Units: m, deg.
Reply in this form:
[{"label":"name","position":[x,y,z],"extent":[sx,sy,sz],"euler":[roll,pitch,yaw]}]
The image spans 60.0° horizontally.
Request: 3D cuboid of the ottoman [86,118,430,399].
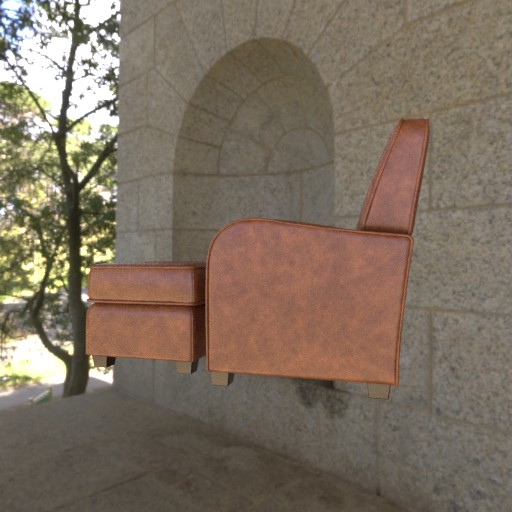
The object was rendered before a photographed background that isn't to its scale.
[{"label":"ottoman","position":[0.000,0.000,1.851],"extent":[1.314,0.904,0.732],"euler":[0,0,16]}]
